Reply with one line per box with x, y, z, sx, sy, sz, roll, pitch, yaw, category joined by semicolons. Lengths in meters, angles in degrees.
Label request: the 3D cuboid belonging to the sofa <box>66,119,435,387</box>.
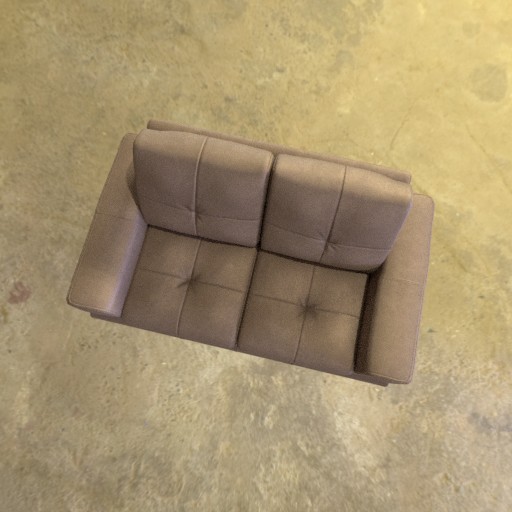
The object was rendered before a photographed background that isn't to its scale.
0.000;0.000;2.393;1.806;0.907;1.018;13;76;3;sofa
